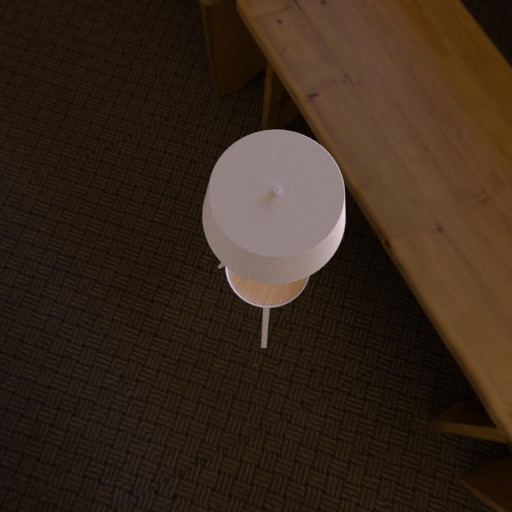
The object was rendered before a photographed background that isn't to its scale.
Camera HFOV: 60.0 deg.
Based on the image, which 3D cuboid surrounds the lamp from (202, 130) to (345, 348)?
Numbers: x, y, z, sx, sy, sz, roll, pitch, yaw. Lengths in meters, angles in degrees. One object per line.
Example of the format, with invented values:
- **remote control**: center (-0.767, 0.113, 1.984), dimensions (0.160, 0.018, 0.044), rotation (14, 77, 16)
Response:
- **lamp**: center (0.000, 0.000, 1.670), dimensions (0.468, 1.429, 0.508), rotation (30, 78, 7)
